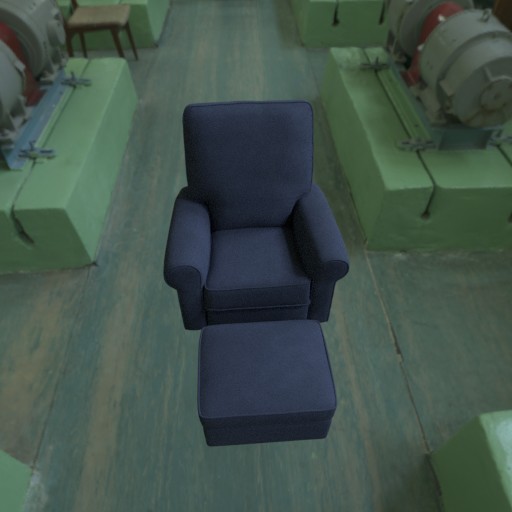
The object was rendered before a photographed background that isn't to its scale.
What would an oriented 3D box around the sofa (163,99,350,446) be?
[{"bbox_3d":[0.000,0.000,2.137,0.880,0.959,1.478,-3,46,-3],"label":"sofa"}]
